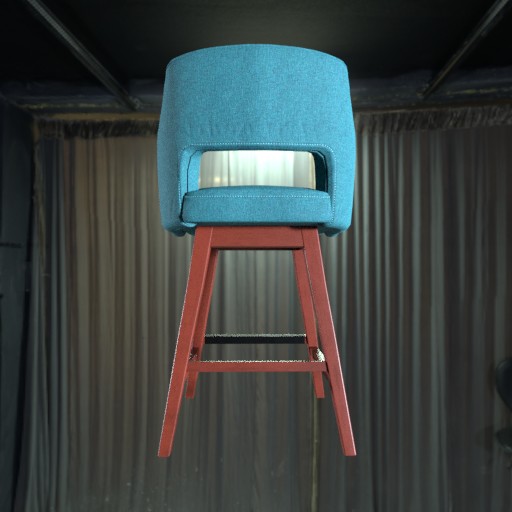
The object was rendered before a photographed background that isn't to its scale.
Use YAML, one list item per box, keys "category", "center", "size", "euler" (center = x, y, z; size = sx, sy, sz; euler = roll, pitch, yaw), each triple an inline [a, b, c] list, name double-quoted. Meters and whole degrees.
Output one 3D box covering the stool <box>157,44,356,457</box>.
- category: "stool"
  center: [0.000, 0.000, 1.268]
  size: [0.548, 0.961, 0.556]
  euler: [0, -1, -1]
